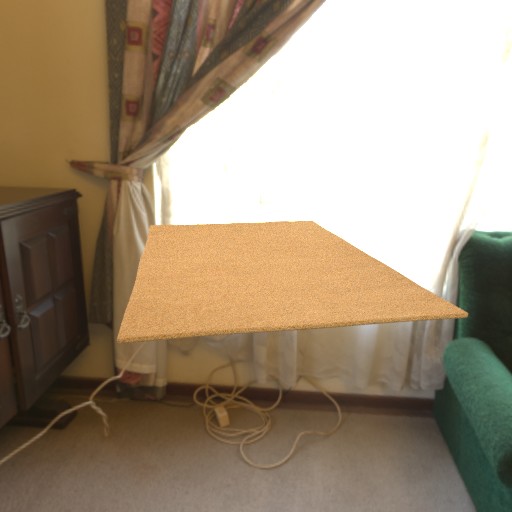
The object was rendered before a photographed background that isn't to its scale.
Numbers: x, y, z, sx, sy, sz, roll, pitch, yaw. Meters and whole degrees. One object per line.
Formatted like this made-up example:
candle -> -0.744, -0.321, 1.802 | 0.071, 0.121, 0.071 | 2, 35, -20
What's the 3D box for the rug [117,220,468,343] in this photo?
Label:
rug -> 0.000, 0.000, 2.956 | 1.500, 0.025, 2.346 | -3, 15, -10
